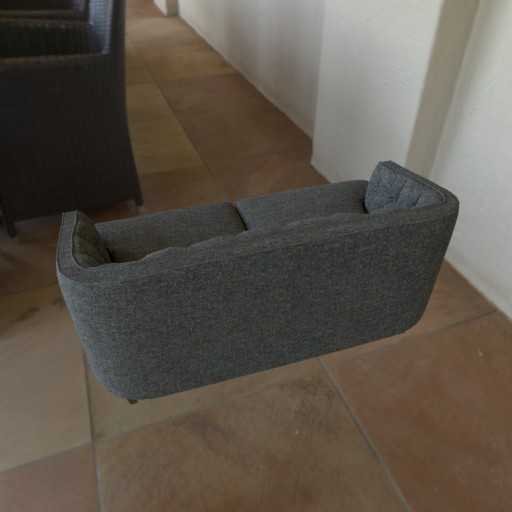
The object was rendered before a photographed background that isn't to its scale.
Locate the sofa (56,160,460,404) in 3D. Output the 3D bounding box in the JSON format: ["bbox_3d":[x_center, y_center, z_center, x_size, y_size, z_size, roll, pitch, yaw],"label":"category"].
[{"bbox_3d":[0.000,0.000,2.221,1.733,0.855,0.941,-11,41,-13],"label":"sofa"}]
